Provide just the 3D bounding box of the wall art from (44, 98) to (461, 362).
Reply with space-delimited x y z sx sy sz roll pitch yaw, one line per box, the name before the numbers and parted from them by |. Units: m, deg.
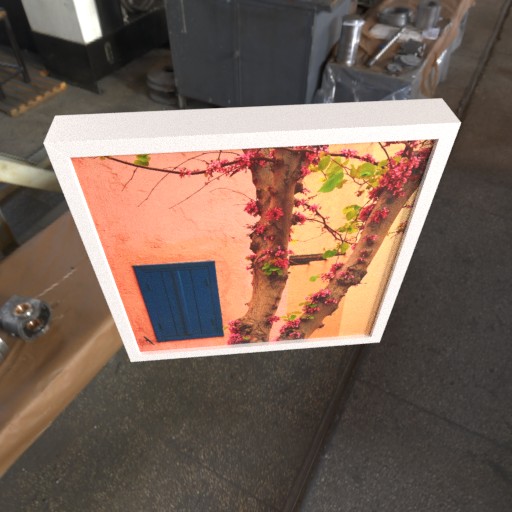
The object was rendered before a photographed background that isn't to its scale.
wall art | 0.000 0.000 0.445 0.305 0.302 0.038 -4 47 -4
